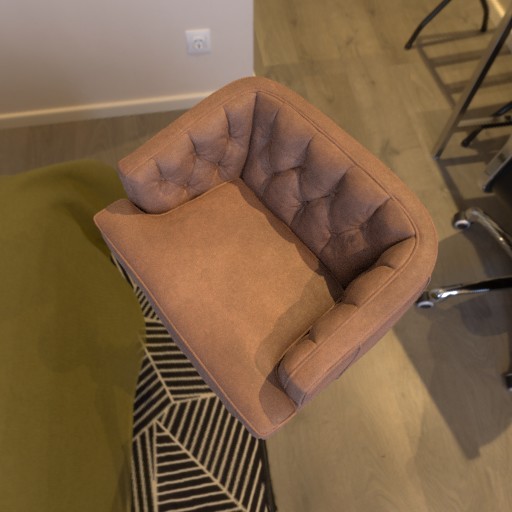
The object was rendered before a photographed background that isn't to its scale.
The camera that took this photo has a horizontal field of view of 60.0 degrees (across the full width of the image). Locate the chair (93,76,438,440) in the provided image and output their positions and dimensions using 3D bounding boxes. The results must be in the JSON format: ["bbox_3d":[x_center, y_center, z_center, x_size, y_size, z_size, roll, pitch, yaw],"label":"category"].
[{"bbox_3d":[0.000,0.000,1.789,0.914,0.787,1.118,-36,68,-17],"label":"chair"}]
